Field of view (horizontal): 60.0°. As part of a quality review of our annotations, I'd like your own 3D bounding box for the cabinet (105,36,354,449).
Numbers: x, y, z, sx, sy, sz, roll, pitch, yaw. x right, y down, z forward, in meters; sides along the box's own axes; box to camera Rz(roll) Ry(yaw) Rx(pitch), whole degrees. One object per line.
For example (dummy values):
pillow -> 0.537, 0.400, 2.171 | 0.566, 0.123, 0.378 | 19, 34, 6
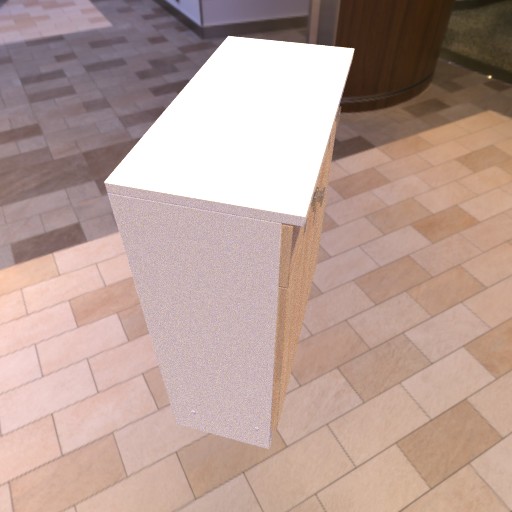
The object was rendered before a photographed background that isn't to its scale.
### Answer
cabinet -> 0.000, 0.000, 1.108 | 0.296, 0.815, 0.600 | 11, 46, 10
